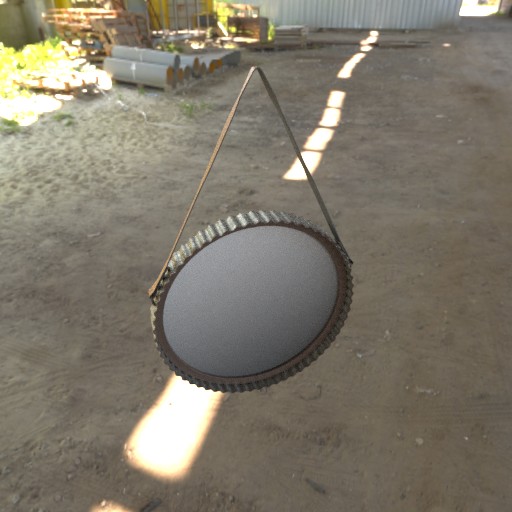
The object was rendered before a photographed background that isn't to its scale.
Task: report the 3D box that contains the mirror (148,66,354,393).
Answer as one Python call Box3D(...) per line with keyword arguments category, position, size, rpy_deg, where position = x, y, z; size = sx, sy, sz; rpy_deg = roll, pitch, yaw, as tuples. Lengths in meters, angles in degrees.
Box3D(category="mirror", position=(0.000, 0.000, 0.715), size=(0.355, 0.568, 0.042), rpy_deg=(-9, 32, -15))
